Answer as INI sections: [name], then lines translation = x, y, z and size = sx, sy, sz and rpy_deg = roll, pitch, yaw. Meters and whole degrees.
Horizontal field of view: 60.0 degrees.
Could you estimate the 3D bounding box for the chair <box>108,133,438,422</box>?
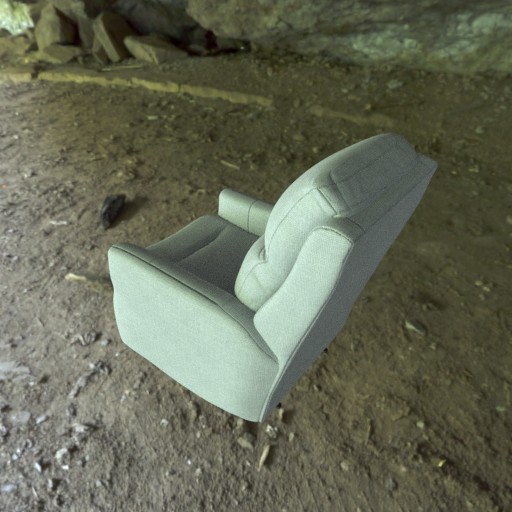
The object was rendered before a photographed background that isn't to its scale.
[chair]
translation = 0.000, 0.000, 1.777
size = 1.080, 1.030, 0.829
rpy_deg = 21, 37, 30
